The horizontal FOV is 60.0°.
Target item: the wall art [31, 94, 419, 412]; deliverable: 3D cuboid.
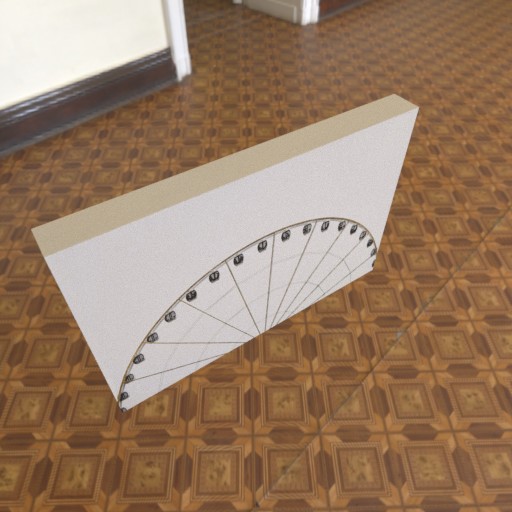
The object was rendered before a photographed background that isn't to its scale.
[{"bbox_3d":[0.000,0.000,0.488,0.384,0.254,0.039,-26,52,-22],"label":"wall art"}]
